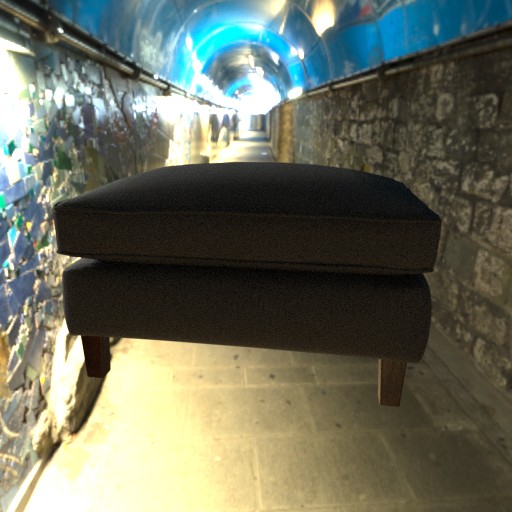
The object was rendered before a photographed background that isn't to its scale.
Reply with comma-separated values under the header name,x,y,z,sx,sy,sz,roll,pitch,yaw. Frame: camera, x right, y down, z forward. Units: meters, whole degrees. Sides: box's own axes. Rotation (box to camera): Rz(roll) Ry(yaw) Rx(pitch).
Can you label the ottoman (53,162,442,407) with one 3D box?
name,x,y,z,sx,sy,sz,roll,pitch,yaw
ottoman,0.000,0.000,0.991,0.686,0.406,0.508,3,17,9
